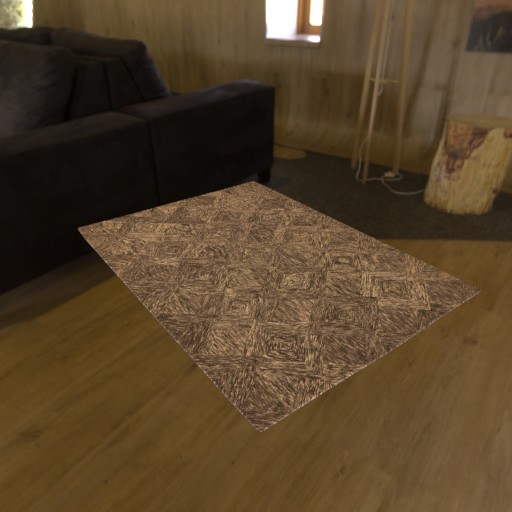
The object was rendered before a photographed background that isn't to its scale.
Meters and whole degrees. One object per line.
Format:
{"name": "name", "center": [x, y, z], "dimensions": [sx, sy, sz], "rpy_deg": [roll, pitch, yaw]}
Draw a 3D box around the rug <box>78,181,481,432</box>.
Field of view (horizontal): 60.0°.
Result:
{"name": "rug", "center": [0.000, 0.000, 5.346], "dimensions": [2.997, 0.020, 4.093], "rpy_deg": [-21, 36, -31]}
